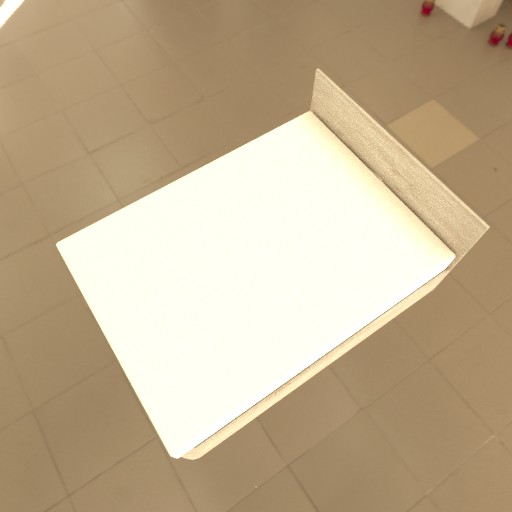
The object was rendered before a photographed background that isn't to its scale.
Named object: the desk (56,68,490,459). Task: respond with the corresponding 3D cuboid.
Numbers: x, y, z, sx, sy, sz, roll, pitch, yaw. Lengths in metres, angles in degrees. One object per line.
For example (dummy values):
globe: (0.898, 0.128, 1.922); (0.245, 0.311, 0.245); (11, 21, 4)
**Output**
desk: (0.000, 0.000, 2.608); (1.900, 0.800, 1.400); (-31, 67, -15)
